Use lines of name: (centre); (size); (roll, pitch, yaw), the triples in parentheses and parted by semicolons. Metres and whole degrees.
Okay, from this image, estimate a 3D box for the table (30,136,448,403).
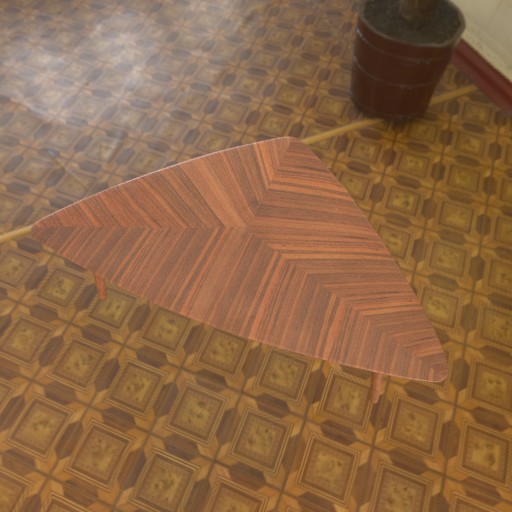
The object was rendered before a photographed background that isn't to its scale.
table: (0.000, 0.000, 1.256); (1.008, 0.365, 0.601); (18, 61, 11)
